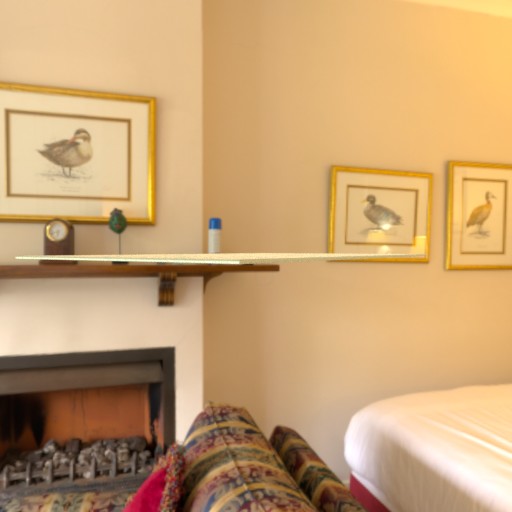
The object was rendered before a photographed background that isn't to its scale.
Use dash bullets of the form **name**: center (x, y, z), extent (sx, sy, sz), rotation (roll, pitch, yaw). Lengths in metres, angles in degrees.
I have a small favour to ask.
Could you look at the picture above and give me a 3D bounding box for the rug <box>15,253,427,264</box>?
- **rug**: center (0.000, 0.000, 3.413), extent (1.819, 0.018, 2.746), rotation (1, 1, 36)
